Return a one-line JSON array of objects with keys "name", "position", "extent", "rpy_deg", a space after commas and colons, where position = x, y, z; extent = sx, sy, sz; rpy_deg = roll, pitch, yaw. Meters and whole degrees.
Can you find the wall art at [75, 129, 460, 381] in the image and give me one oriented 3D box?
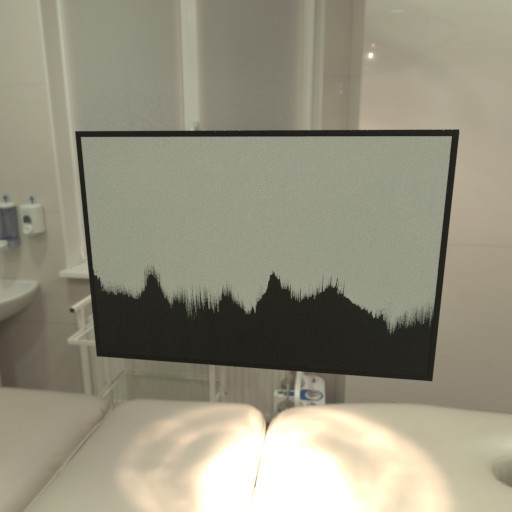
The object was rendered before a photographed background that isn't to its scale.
[{"name": "wall art", "position": [0.000, 0.000, 0.817], "extent": [0.659, 0.446, 0.022], "rpy_deg": [2, 14, 8]}]
